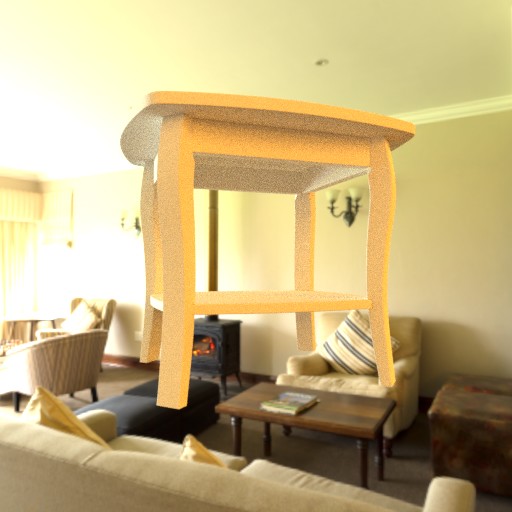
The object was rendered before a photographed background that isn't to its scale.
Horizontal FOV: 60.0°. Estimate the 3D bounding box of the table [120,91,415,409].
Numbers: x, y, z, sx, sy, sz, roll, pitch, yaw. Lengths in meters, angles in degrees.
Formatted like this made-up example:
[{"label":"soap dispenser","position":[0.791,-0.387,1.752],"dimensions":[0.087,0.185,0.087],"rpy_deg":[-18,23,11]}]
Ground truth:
[{"label":"table","position":[0.000,0.000,0.850],"dimensions":[0.502,0.438,0.451],"rpy_deg":[0,-1,-19]}]
